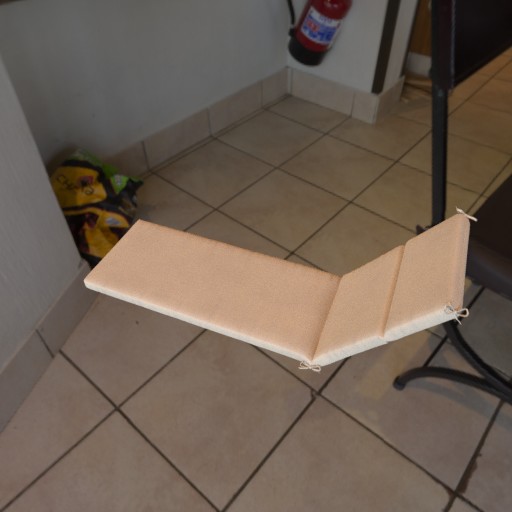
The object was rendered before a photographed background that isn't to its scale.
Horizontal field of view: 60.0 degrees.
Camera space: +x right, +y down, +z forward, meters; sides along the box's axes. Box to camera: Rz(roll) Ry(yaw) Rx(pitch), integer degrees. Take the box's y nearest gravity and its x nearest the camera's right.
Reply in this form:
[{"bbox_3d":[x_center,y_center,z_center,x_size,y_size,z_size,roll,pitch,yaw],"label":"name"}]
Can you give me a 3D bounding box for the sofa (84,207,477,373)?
[{"bbox_3d":[0.000,0.000,1.981,1.663,0.622,0.582,16,47,15],"label":"sofa"}]
